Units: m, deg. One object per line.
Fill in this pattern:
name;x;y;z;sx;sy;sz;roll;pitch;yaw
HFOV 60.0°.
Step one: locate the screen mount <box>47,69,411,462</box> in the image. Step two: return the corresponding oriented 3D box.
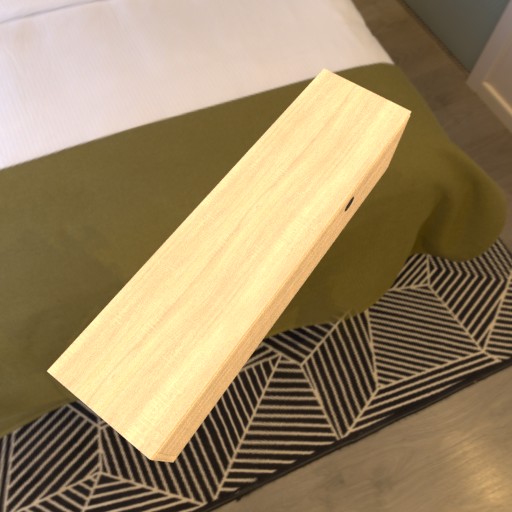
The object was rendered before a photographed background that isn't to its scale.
screen mount;0.000;0.000;1.716;0.401;0.509;1.500;33;69;15
